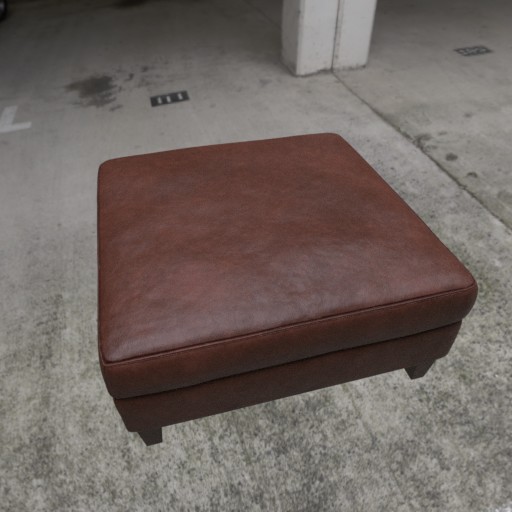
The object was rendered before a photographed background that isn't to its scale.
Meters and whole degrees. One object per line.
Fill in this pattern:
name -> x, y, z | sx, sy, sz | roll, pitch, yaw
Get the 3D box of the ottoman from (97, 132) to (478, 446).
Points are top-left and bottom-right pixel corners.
ottoman -> 0.000, 0.000, 1.281 | 0.836, 0.415, 0.844 | -10, 42, -11
